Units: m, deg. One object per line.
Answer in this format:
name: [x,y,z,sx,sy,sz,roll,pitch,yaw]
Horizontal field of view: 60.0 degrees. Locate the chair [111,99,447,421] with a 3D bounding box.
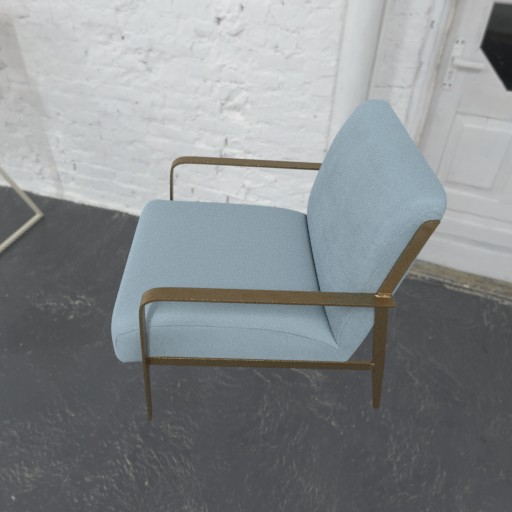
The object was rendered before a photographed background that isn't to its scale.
chair: [0.000,0.000,1.442,0.842,0.824,0.701,-1,41,-1]
